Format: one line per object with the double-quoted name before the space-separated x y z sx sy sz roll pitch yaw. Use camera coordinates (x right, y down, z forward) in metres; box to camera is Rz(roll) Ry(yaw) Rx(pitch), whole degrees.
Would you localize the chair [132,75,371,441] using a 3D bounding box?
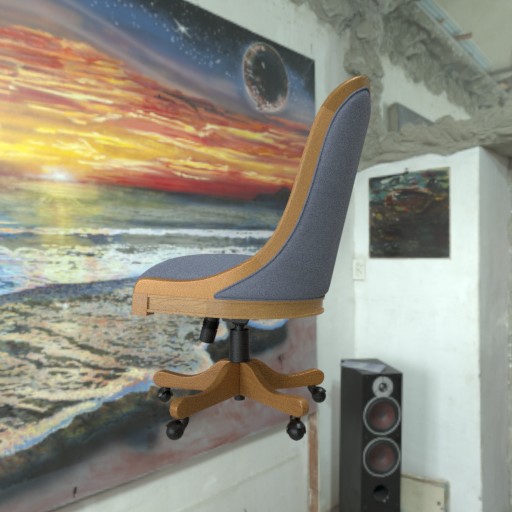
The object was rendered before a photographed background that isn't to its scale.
"chair" 0.000 0.000 1.462 0.735 1.031 0.605 0 0 16
